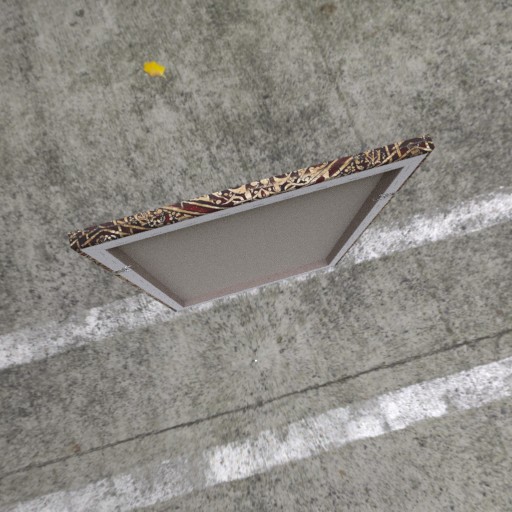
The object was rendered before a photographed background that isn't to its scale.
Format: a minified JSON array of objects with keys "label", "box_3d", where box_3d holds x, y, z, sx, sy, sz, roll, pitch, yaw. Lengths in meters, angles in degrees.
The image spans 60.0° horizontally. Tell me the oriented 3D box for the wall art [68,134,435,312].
[{"label":"wall art","box_3d":[0.000,0.000,1.142,0.599,0.904,0.030,-16,77,-4]}]
